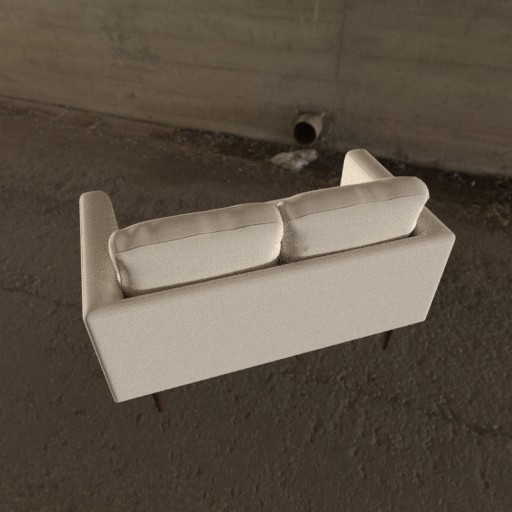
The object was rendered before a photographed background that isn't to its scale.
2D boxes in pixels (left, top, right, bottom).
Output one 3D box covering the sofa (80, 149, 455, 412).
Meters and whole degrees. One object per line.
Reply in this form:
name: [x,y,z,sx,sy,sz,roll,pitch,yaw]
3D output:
sofa: [0.000,0.000,2.024,1.430,0.908,0.796,-12,42,-13]
